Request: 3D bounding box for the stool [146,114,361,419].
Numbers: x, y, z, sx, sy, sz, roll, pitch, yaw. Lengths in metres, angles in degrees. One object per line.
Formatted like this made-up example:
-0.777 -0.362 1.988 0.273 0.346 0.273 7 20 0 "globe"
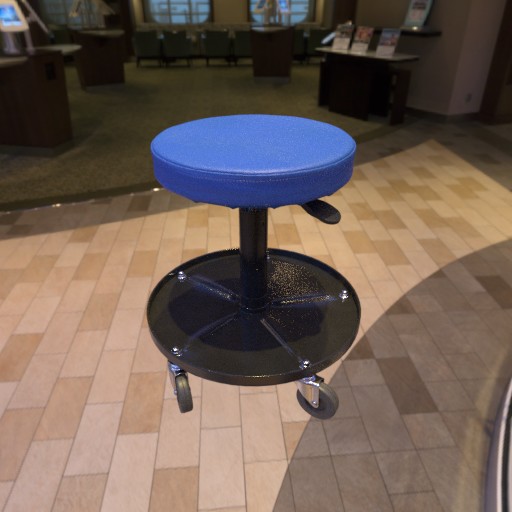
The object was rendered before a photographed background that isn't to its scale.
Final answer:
0.000 0.000 0.681 0.382 0.365 0.381 23 37 33 "stool"
